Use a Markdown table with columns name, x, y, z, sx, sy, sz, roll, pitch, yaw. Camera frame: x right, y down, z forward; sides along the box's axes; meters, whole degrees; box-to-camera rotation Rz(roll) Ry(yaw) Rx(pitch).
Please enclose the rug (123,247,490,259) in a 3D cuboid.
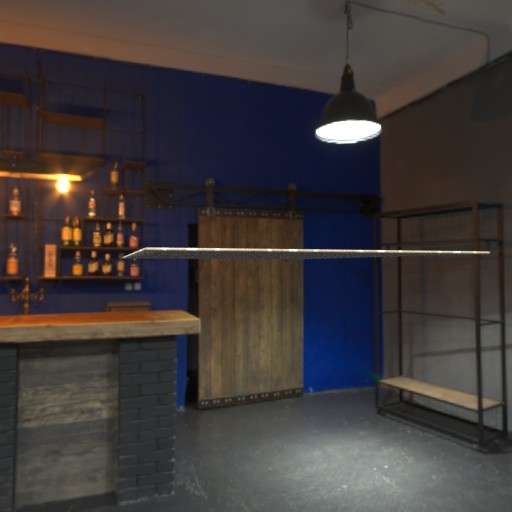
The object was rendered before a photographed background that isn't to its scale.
| name | x | y | z | sx | sy | sz | roll | pitch | yaw |
| --- | --- | --- | --- | --- | --- | --- | --- | --- | --- |
| rug | 0.000 | 0.000 | 2.772 | 1.524 | 0.010 | 2.134 | 0 | -1 | -19 |
